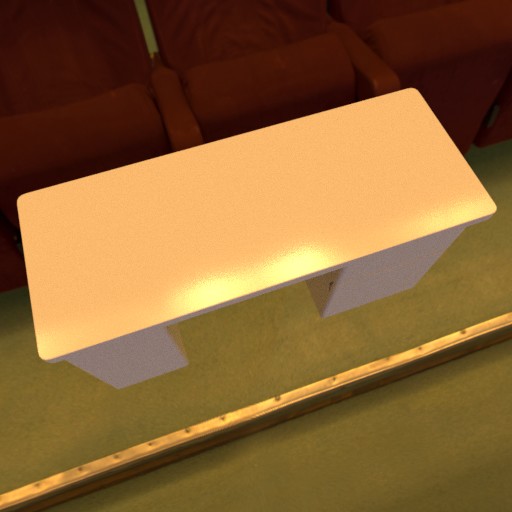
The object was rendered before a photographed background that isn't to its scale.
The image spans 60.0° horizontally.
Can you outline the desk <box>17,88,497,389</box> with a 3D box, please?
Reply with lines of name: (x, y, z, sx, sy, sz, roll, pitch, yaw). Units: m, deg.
desk: (0.000, 0.000, 1.719, 1.400, 0.762, 0.550, -18, 66, -8)
